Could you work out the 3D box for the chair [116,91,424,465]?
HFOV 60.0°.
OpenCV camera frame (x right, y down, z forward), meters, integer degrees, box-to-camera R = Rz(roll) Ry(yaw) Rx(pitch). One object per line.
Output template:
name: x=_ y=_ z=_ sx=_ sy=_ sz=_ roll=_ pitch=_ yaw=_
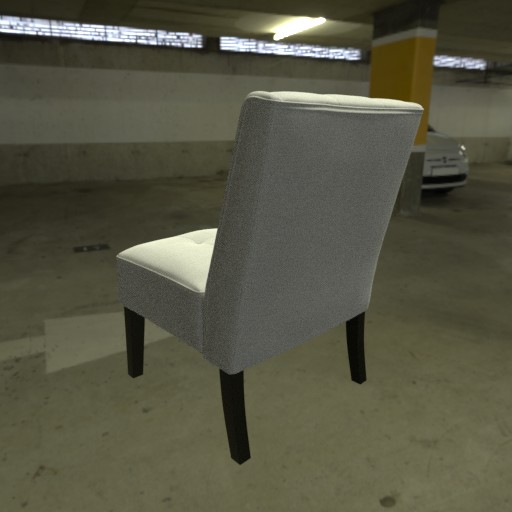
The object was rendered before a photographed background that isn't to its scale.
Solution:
chair: x=0.000 y=0.000 z=1.289 sx=0.569 sy=0.853 sz=0.676 roll=-15 pitch=22 yaw=-41
